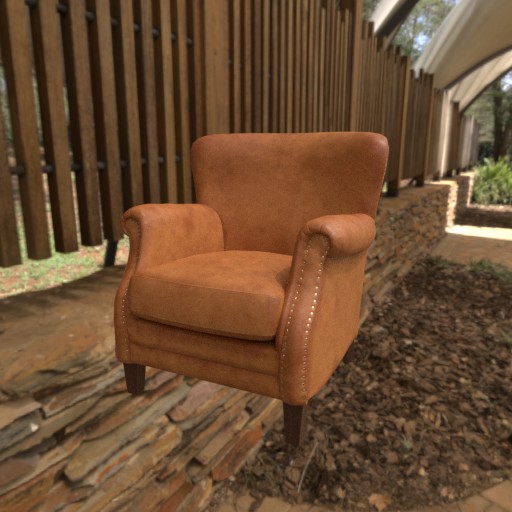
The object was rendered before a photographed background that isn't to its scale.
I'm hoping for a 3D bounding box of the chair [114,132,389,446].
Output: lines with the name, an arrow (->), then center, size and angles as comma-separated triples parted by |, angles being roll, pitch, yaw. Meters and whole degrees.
chair -> 0.000, 0.000, 1.706 | 0.861, 0.936, 0.921 | 6, 15, 24
